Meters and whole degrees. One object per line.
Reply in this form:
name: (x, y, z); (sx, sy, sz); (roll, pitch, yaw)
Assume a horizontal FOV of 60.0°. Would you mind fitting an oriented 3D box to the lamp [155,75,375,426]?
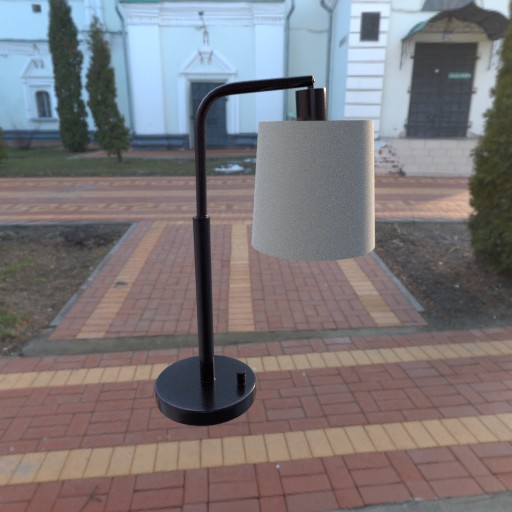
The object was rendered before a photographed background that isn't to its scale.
lamp: (0.000, 0.000, 0.647); (0.333, 0.489, 0.171); (3, 18, 10)
